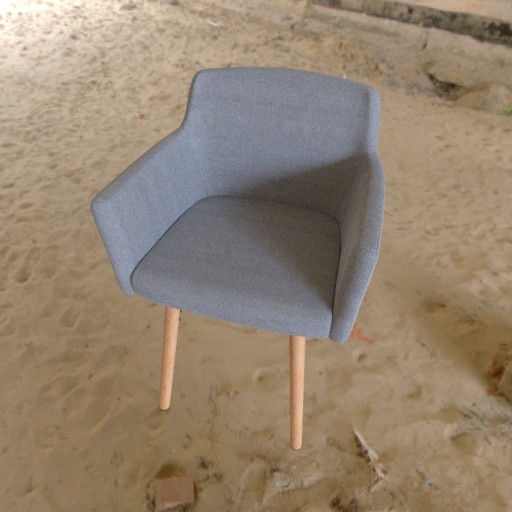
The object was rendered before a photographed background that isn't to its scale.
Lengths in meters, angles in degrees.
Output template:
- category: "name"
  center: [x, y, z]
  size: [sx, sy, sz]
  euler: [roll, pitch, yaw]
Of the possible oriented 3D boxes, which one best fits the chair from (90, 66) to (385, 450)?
- category: "chair"
  center: [0.000, 0.000, 1.131]
  size: [0.570, 0.780, 0.540]
  euler: [11, 41, 13]
